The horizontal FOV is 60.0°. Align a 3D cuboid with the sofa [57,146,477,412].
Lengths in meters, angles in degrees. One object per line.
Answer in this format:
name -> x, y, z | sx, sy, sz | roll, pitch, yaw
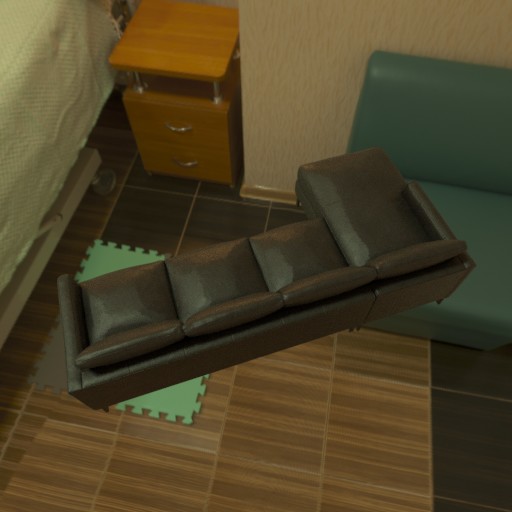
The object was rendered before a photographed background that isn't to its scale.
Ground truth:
sofa -> 0.000, 0.000, 3.585 | 2.993, 0.859, 1.471 | -16, 59, -10
